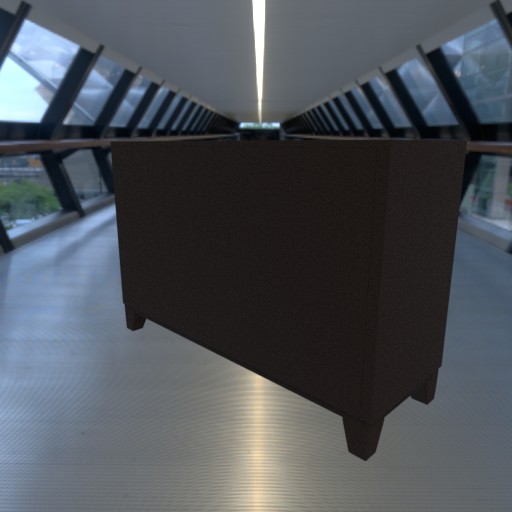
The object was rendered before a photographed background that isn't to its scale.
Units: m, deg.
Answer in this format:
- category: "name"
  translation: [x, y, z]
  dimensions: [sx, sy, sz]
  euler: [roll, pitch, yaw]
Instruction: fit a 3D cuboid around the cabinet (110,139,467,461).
- category: "cabinet"
  translation: [0.000, 0.000, 1.819]
  dimensions: [1.396, 0.914, 0.482]
  euler: [14, 20, 43]
